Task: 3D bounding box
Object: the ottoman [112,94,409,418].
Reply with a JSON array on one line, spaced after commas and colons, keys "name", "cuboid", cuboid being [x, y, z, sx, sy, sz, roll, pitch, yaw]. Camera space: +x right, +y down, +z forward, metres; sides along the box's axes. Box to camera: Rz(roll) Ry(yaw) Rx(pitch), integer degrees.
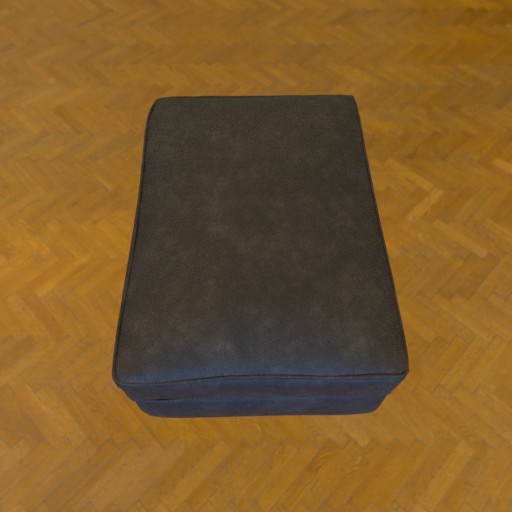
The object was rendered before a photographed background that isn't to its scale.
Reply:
[{"name": "ottoman", "cuboid": [0.000, 0.000, 0.981, 0.501, 0.413, 0.665, -1, 59, -1]}]
